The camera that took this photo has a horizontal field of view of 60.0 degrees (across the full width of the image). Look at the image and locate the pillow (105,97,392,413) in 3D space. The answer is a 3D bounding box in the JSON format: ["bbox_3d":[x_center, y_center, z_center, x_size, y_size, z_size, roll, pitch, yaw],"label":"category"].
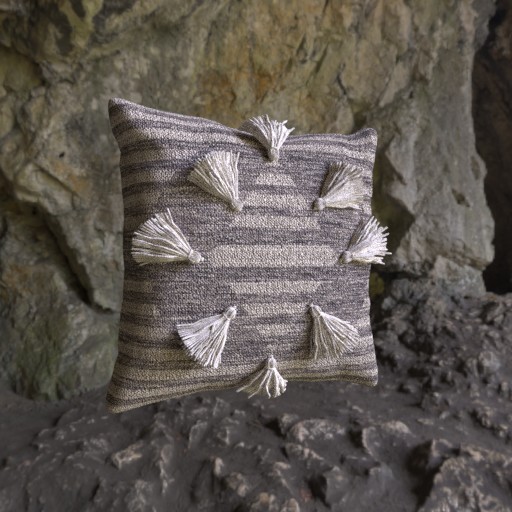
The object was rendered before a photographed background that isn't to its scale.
[{"bbox_3d":[0.000,0.000,0.753,0.484,0.490,0.234,0,0,-19],"label":"pillow"}]
